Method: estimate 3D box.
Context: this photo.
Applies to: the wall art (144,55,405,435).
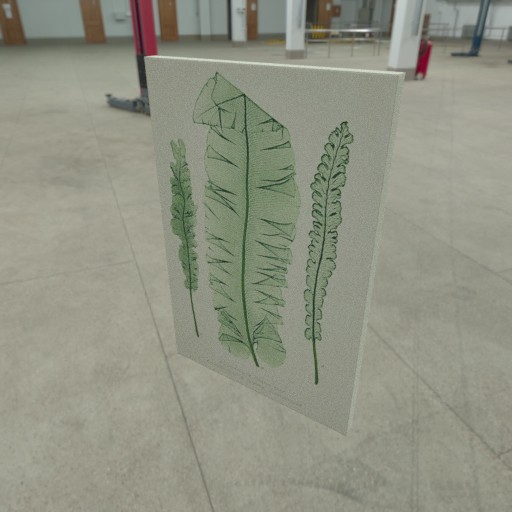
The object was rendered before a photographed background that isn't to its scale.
[{"bbox_3d":[0.000,0.000,1.142,0.610,0.914,0.038,18,34,29],"label":"wall art"}]
